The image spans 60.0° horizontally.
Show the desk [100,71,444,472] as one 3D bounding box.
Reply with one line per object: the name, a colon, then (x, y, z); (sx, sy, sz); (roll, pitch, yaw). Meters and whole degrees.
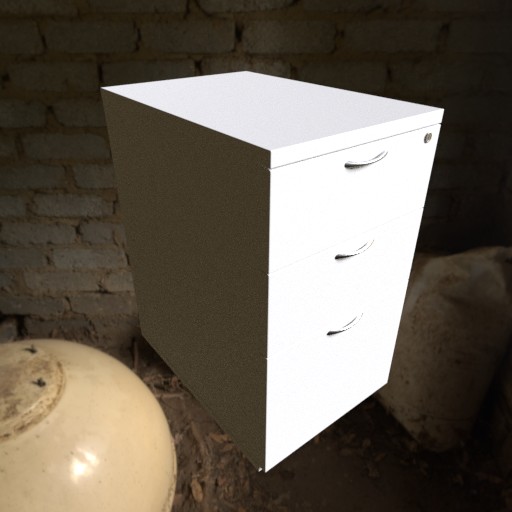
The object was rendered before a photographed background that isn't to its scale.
desk: (0.000, 0.000, 1.066); (0.404, 0.730, 0.600); (-22, 37, -32)
